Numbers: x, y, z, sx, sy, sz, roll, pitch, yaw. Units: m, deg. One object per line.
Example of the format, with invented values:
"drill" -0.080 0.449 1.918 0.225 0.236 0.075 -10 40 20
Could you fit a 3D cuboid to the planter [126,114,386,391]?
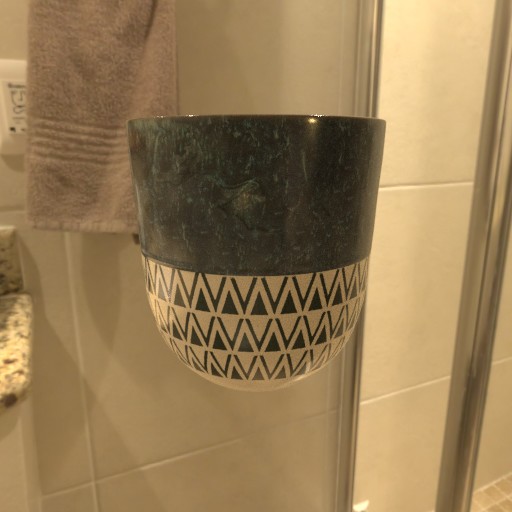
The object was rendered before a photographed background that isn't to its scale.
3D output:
"planter" 0.000 0.000 0.370 0.195 0.214 0.195 0 14 0
